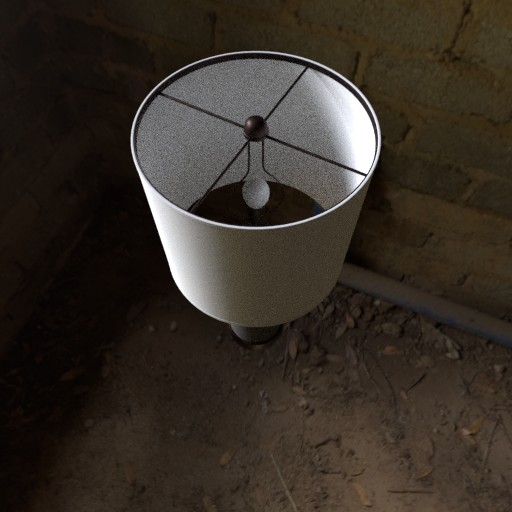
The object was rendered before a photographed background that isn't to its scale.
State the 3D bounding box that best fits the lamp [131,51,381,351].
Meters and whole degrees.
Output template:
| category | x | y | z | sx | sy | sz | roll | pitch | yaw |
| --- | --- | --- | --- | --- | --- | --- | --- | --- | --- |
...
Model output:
| category | x | y | z | sx | sy | sz | roll | pitch | yaw |
| --- | --- | --- | --- | --- | --- | --- | --- | --- | --- |
| lamp | 0.000 | 0.000 | 0.795 | 0.301 | 0.630 | 0.301 | -13 | 60 | -8 |
